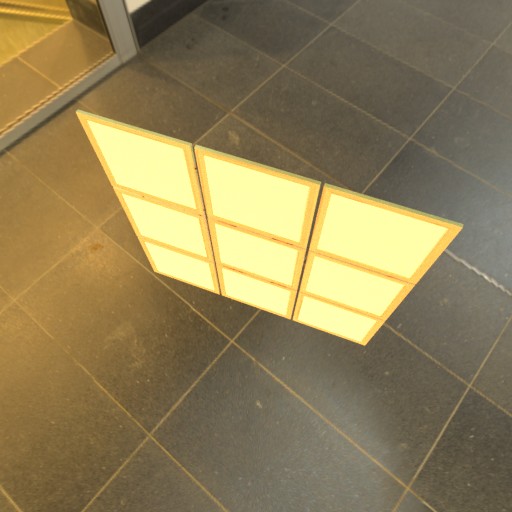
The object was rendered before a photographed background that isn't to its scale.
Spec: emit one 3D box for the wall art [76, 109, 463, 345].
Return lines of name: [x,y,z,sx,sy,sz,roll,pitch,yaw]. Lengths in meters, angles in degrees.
wall art: [0.000,0.000,1.857,1.214,1.219,0.013,18,65,9]
